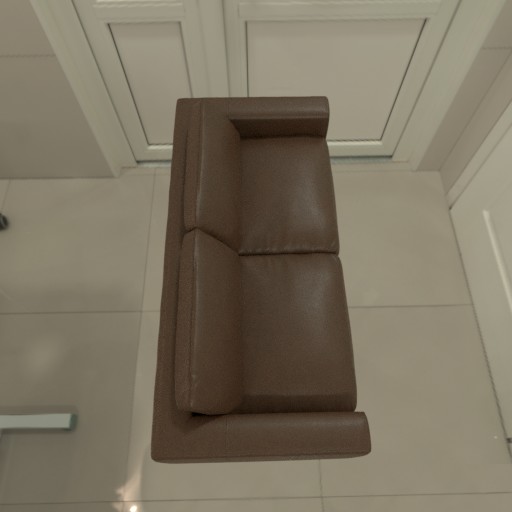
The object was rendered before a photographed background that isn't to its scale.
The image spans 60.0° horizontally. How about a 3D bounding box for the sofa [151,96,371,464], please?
[{"bbox_3d":[0.000,0.000,2.697,1.070,0.801,2.262,-1,64,-1],"label":"sofa"}]
